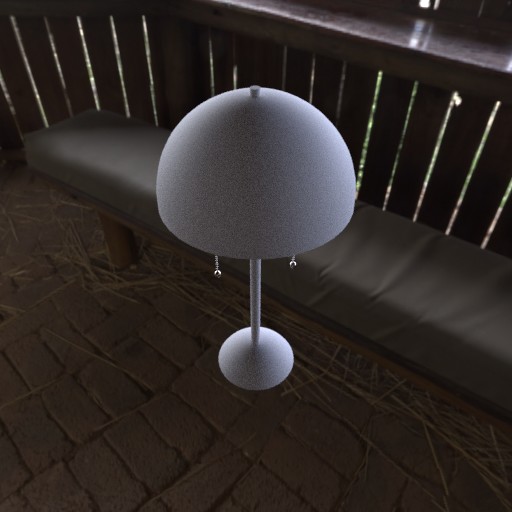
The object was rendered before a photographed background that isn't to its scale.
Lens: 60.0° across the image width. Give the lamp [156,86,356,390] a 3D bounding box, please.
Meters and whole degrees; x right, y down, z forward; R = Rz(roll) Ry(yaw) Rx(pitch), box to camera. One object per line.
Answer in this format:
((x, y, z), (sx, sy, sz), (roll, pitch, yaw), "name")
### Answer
((0.000, 0.000, 0.437), (0.171, 0.330, 0.171), (0, 41, 0), "lamp")
